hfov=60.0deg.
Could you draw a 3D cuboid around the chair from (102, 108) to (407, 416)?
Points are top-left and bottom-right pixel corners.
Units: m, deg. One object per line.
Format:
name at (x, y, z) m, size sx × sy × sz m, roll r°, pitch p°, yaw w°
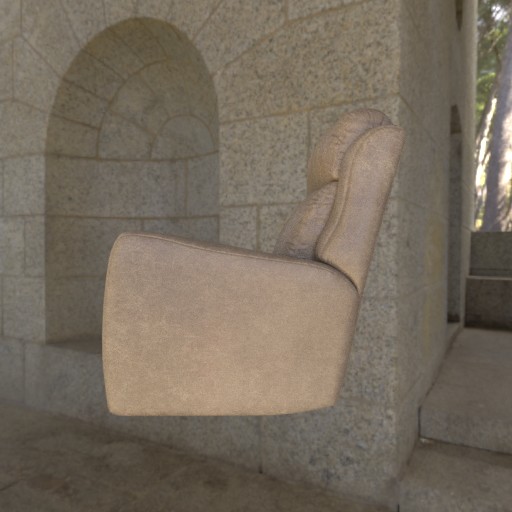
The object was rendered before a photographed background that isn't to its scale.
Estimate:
chair at (0.000, 0.000, 1.957) m, size 1.068 × 1.116 × 0.967 m, roll 0°, pitch 1°, yaw 1°
